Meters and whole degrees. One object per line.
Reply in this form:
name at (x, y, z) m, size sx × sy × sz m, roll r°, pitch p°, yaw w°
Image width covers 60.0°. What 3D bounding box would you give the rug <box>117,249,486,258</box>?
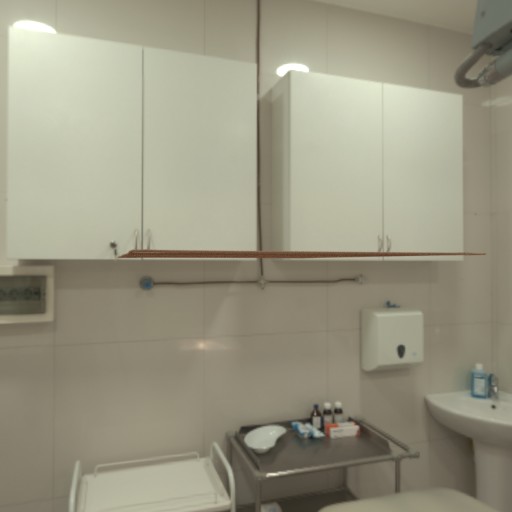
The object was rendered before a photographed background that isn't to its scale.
rug at (0.000, 0.000, 4.245) m, size 2.479 × 0.023 × 3.092 m, roll 0°, pitch -1°, yaw -19°
